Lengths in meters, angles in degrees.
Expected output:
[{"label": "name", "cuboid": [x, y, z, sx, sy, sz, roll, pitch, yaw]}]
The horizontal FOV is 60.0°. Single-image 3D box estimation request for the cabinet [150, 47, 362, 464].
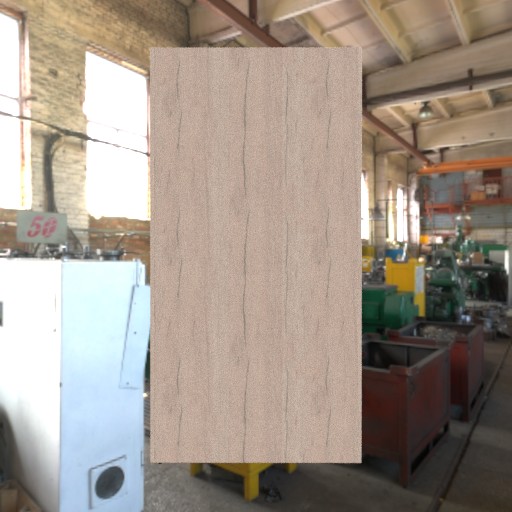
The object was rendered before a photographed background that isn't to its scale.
[{"label": "cabinet", "cuboid": [0.000, 0.000, 2.342, 0.980, 1.930, 0.580, 0, 0, 0]}]
